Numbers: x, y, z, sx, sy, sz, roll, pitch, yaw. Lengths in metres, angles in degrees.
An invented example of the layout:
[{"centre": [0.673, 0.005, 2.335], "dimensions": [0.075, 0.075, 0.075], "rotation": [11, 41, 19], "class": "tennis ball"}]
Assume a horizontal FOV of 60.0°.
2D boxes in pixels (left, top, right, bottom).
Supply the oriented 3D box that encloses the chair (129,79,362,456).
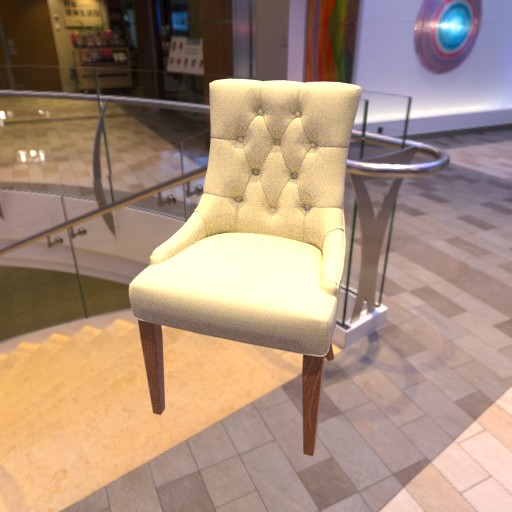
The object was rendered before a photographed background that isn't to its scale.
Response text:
[{"centre": [0.000, 0.000, 1.238], "dimensions": [0.509, 0.874, 0.565], "rotation": [8, 28, 16], "class": "chair"}]
